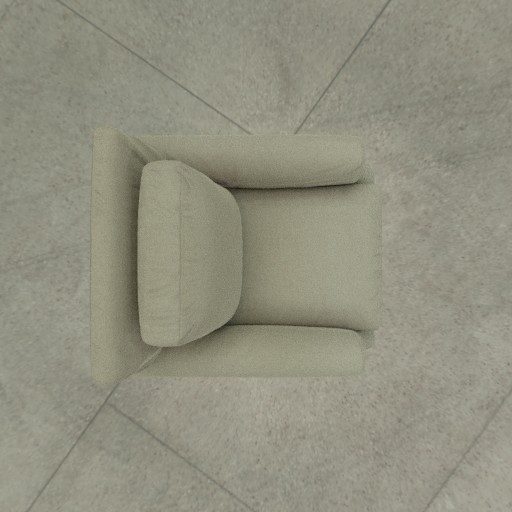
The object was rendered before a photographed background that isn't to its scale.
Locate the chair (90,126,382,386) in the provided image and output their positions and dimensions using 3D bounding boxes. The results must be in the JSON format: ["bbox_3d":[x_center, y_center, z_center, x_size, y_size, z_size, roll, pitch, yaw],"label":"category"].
[{"bbox_3d":[0.000,0.000,1.786,1.066,0.866,0.940,0,89,2],"label":"chair"}]
